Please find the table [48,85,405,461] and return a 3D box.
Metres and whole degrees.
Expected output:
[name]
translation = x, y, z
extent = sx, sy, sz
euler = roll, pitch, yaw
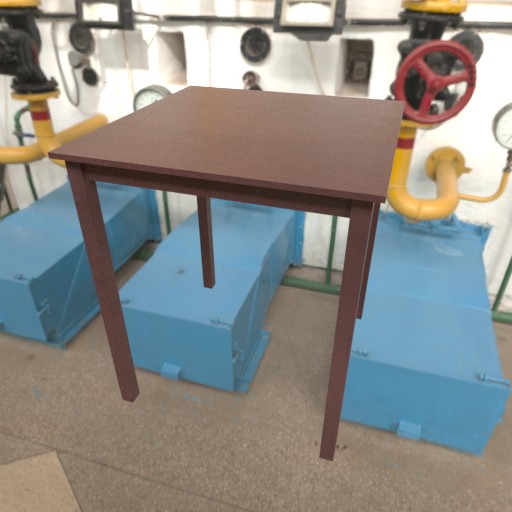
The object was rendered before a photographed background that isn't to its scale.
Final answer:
[table]
translation = 0.000, 0.000, 1.653
extent = 0.861, 0.991, 0.861
euler = 10, 34, 15
